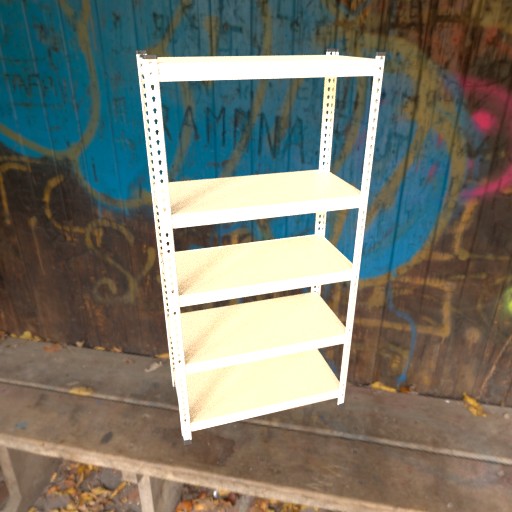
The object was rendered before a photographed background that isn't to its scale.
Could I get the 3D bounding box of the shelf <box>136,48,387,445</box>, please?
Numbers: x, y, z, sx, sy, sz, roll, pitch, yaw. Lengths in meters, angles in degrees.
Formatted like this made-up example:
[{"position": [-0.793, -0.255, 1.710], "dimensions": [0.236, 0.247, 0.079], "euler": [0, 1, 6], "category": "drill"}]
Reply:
[{"position": [0.000, 0.000, 2.179], "dimensions": [0.914, 1.829, 0.457], "euler": [-8, 28, -15], "category": "shelf"}]
